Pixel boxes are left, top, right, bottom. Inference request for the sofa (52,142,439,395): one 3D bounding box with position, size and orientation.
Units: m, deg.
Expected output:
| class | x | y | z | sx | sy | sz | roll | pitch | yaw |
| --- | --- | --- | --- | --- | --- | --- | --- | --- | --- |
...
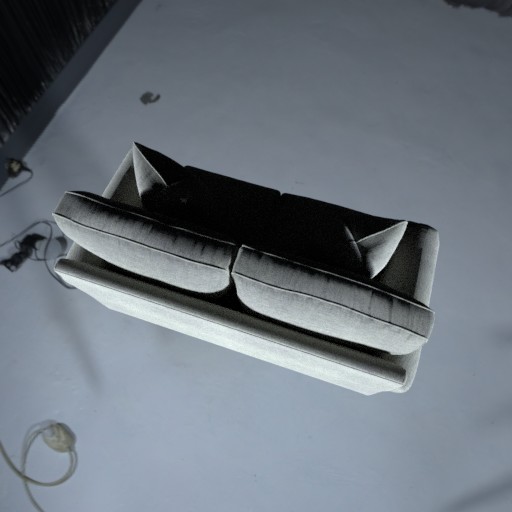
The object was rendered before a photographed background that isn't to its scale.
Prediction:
| class | x | y | z | sx | sy | sz | roll | pitch | yaw |
| --- | --- | --- | --- | --- | --- | --- | --- | --- | --- |
| sofa | 0.000 | 0.000 | 2.257 | 1.701 | 0.966 | 0.966 | 17 | 64 | 8 |
